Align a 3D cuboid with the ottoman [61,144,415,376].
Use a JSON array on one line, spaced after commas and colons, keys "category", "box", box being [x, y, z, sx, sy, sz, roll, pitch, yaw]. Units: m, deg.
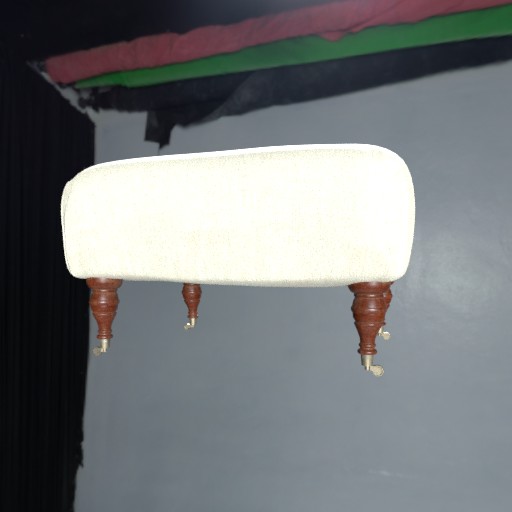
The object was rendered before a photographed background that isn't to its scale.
[{"category": "ottoman", "box": [0.000, 0.000, 1.114, 0.747, 0.450, 0.622, -1, -2, 18]}]
